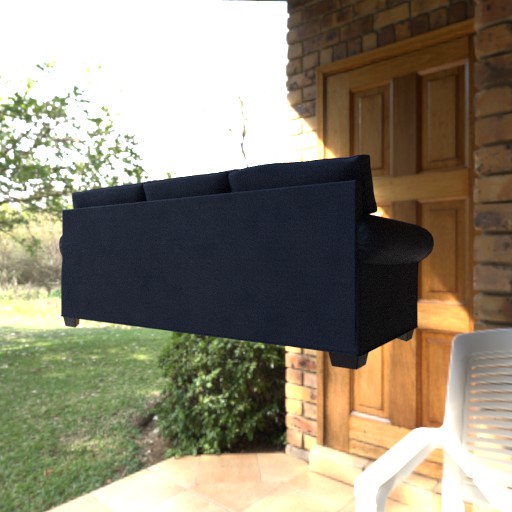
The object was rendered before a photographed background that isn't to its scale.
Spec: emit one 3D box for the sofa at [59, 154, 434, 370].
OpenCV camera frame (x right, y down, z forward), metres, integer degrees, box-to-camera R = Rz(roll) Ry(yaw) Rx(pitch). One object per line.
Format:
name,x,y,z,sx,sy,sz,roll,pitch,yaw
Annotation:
sofa,0.000,0.000,3.414,2.567,1.063,1.780,0,0,34
